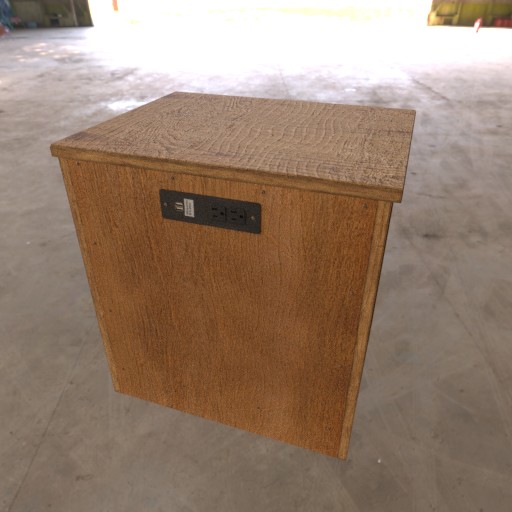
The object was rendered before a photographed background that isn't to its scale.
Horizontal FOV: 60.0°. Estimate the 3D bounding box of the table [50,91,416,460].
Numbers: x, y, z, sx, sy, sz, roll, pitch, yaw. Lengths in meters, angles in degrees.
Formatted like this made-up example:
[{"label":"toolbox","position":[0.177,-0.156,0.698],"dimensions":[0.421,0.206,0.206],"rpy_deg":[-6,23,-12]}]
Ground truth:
[{"label":"table","position":[0.000,0.000,1.055],"dimensions":[0.601,0.625,0.494],"rpy_deg":[10,33,16]}]
